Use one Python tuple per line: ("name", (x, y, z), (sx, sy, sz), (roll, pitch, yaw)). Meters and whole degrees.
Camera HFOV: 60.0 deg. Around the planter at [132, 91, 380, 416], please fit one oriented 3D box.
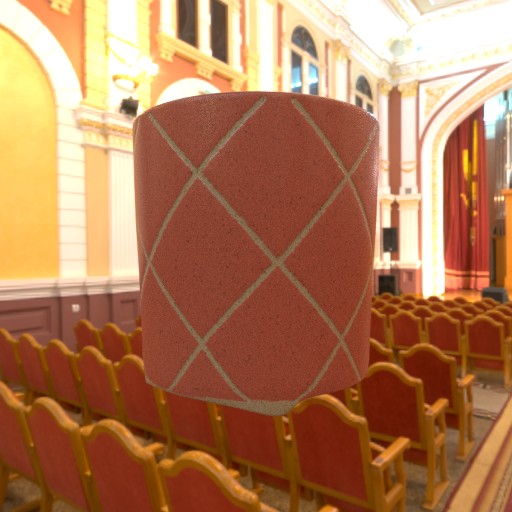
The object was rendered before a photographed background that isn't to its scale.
("planter", (0.000, 0.000, 0.424), (0.227, 0.235, 0.227), (0, 1, 0))
